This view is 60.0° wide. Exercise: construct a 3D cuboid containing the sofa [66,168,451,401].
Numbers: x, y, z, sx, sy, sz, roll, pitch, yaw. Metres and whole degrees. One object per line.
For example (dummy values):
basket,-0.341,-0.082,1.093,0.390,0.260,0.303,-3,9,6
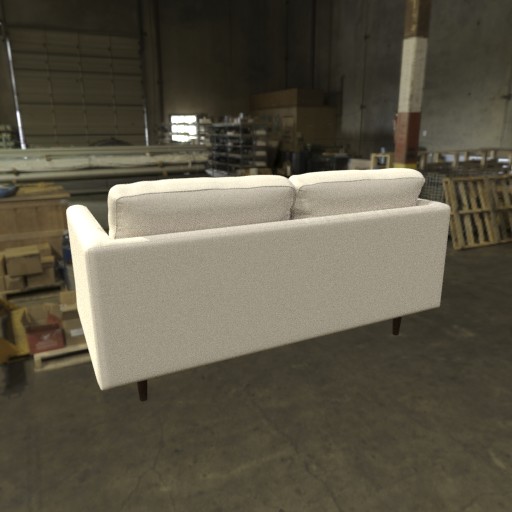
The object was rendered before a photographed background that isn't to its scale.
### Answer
sofa,0.000,0.000,2.282,1.713,0.893,0.940,-8,18,-25
